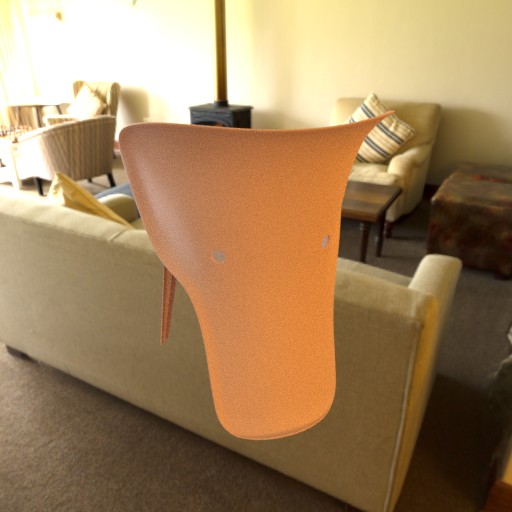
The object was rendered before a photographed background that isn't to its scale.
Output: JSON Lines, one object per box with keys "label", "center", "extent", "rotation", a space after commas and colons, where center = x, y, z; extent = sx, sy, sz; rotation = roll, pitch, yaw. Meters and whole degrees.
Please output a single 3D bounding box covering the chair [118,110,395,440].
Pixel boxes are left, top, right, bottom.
{"label": "chair", "center": [0.000, 0.000, 0.852], "extent": [0.451, 0.554, 0.402], "rotation": [-8, 27, -16]}
